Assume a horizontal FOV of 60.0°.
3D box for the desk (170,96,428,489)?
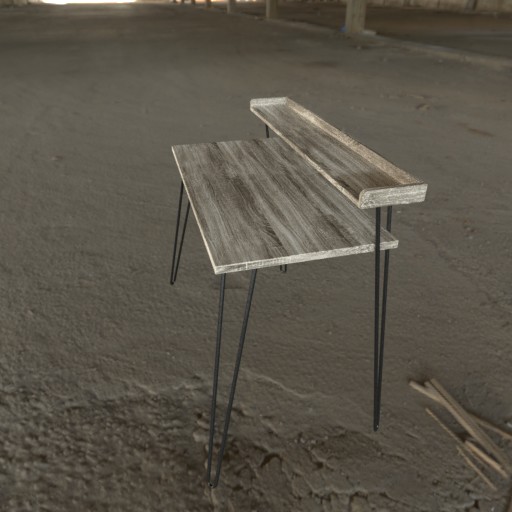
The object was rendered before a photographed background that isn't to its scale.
[{"bbox_3d":[0.000,0.000,1.634,0.605,0.899,1.135,-8,32,-13],"label":"desk"}]
